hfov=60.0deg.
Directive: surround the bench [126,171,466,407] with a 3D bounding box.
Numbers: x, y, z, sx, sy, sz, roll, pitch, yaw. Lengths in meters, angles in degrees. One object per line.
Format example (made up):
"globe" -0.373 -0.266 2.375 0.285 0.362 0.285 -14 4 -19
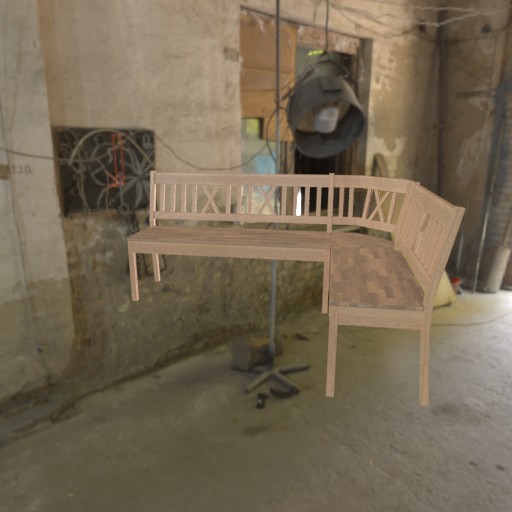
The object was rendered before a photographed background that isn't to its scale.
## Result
"bench" 0.000 0.000 2.750 1.937 0.902 1.537 3 16 9
